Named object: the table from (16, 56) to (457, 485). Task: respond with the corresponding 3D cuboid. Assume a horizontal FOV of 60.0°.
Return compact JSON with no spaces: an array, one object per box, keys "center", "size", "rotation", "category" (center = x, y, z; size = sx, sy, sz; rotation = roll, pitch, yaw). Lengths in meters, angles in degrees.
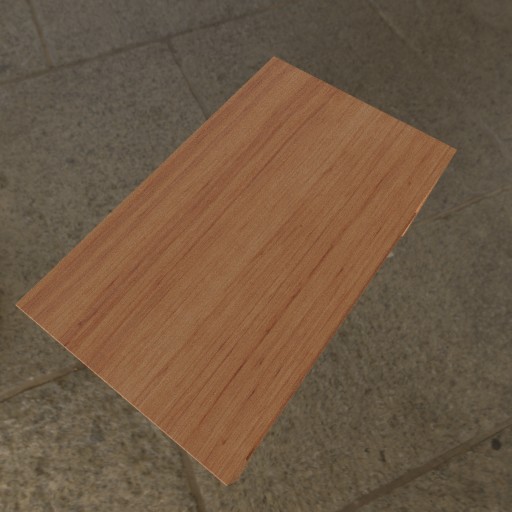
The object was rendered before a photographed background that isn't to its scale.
[{"center":[0.000,0.000,1.459],"size":[0.695,0.457,1.146],"rotation":[34,68,15],"category":"table"}]
